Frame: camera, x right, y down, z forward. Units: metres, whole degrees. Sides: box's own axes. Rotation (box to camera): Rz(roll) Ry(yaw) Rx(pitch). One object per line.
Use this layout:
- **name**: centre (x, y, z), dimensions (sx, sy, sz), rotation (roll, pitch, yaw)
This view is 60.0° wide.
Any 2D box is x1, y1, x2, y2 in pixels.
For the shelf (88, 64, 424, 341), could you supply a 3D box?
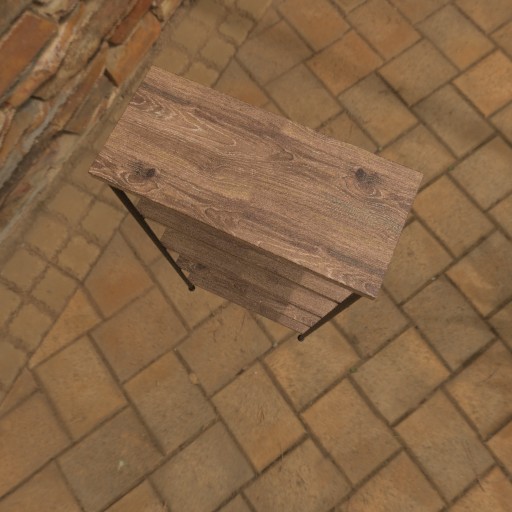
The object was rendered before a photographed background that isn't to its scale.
- **shelf**: centre (0.000, 0.000, 1.974), dimensions (0.800, 1.700, 0.360), rotation (24, 77, 6)
